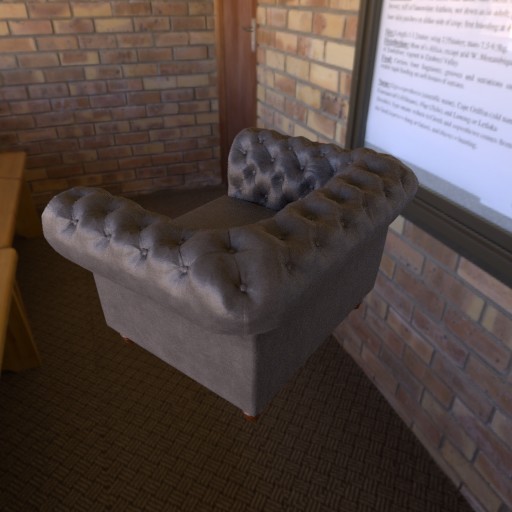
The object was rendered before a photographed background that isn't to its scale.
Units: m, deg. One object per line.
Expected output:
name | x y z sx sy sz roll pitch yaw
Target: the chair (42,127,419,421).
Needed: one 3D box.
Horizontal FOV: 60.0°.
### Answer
chair | 0.000 0.000 1.884 0.943 0.780 1.298 21 37 31
